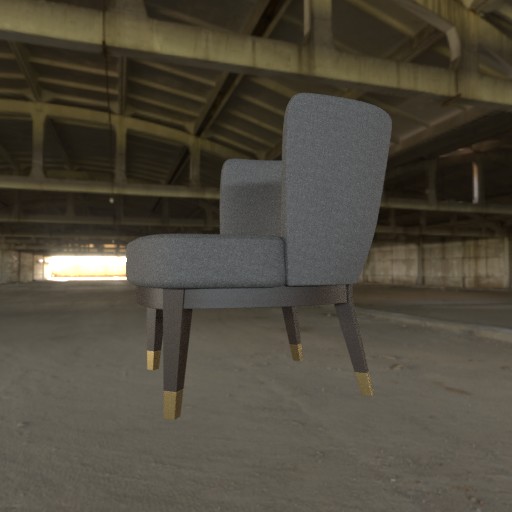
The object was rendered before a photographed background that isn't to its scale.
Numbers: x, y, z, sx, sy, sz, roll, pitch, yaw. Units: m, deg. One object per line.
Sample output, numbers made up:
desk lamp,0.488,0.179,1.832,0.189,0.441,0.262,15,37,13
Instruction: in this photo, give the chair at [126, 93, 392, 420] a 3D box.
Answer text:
chair,0.000,0.000,1.241,0.698,0.695,0.639,1,-2,-18
